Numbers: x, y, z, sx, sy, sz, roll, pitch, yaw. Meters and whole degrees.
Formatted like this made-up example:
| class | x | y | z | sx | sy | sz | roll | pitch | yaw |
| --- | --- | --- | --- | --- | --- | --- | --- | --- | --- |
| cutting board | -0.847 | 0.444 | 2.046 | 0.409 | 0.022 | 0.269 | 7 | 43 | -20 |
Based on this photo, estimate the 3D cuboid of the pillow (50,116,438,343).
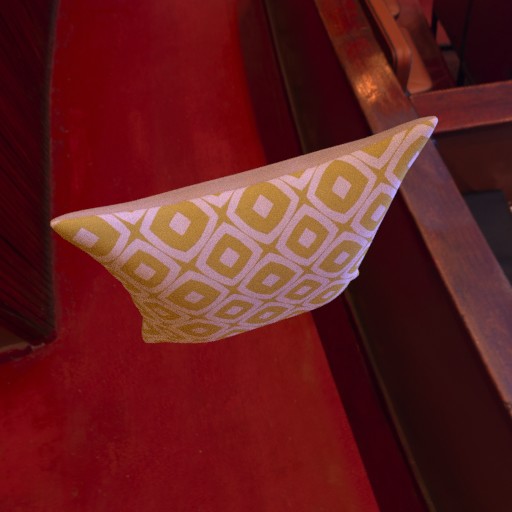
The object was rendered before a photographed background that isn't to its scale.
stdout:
| class | x | y | z | sx | sy | sz | roll | pitch | yaw |
| --- | --- | --- | --- | --- | --- | --- | --- | --- | --- |
| pillow | 0.000 | 0.000 | 0.766 | 0.504 | 0.494 | 0.188 | -17 | 65 | -8 |
